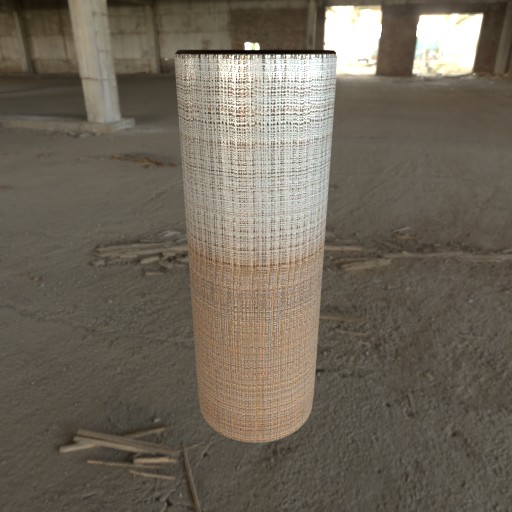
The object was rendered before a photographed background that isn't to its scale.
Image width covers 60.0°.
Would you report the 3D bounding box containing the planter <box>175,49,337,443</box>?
[{"bbox_3d":[0.000,0.000,0.329,0.099,0.278,0.099,7,26,16],"label":"planter"}]
